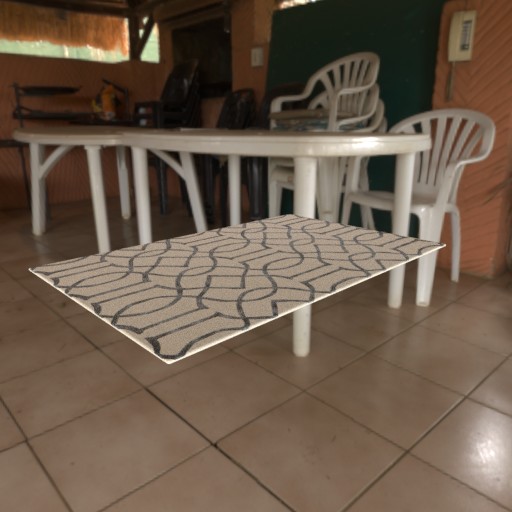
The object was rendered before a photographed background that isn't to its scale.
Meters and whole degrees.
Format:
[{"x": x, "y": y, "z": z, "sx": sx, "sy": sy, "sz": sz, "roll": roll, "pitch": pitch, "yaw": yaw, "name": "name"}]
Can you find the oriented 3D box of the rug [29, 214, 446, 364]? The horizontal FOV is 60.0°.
[{"x": 0.000, "y": 0.000, "z": 2.945, "sx": 2.365, "sy": 0.017, "sz": 1.521, "roll": -16, "pitch": 23, "yaw": -42, "name": "rug"}]
